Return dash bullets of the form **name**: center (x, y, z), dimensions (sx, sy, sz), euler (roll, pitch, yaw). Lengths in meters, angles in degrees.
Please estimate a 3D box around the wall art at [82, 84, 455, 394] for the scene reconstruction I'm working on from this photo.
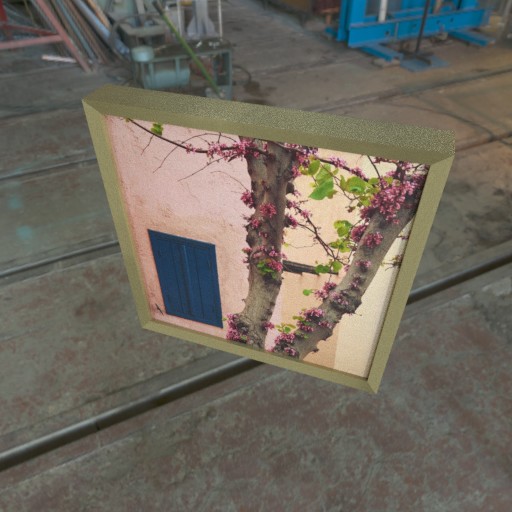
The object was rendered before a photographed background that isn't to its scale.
- **wall art**: center (0.000, 0.000, 0.458), dimensions (0.304, 0.305, 0.038), euler (13, 43, 14)
